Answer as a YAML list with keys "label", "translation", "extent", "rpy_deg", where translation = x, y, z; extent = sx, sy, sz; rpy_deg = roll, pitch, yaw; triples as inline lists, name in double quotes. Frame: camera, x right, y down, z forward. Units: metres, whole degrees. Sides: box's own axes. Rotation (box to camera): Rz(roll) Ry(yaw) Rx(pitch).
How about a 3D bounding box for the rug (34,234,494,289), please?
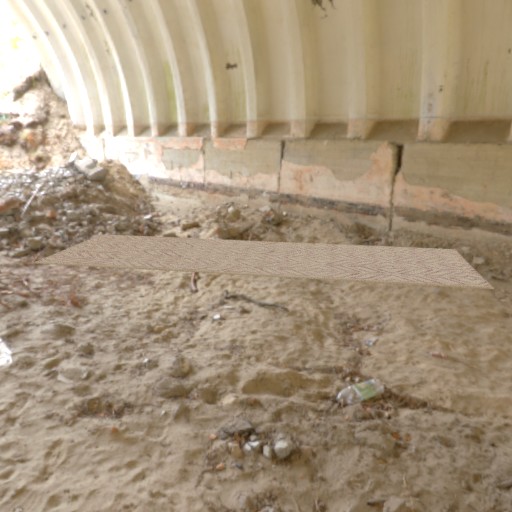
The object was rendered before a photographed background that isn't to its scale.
- label: "rug"
  translation: [0.000, 0.000, 2.667]
  extent: [2.435, 0.009, 0.750]
  rpy_deg: [3, 15, 10]
